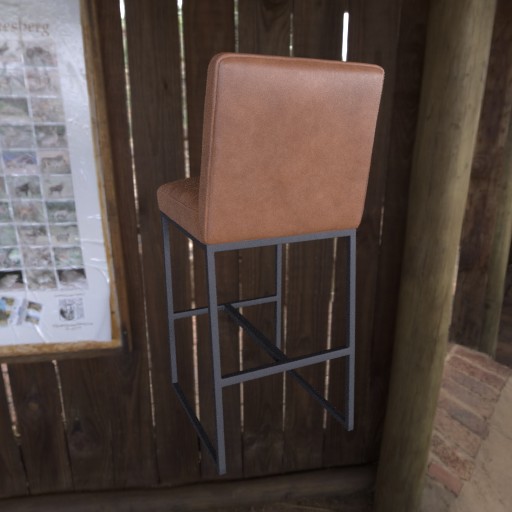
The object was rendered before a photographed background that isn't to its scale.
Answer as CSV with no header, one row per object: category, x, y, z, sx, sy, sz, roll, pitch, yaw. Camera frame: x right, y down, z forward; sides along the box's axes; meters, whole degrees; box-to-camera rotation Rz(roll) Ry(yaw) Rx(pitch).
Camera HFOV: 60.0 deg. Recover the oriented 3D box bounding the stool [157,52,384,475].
stool,0.000,0.000,1.330,0.458,1.040,0.556,-7,17,-24
